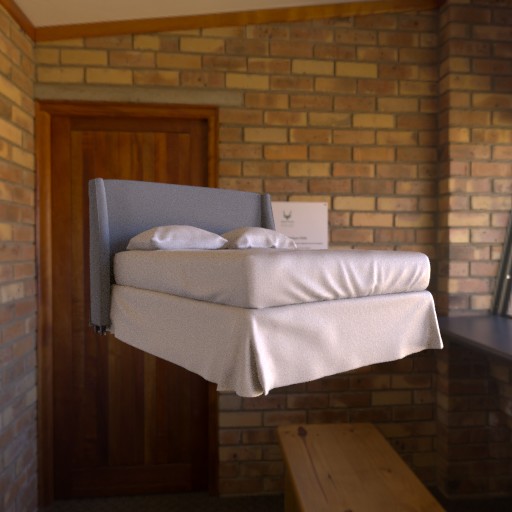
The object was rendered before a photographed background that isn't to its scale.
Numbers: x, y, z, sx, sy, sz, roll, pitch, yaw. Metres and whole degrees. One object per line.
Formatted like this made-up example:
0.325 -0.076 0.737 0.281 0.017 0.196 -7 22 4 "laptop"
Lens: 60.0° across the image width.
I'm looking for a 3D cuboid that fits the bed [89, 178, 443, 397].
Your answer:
0.000 0.000 3.491 1.925 1.332 2.276 -1 1 -37 "bed"
